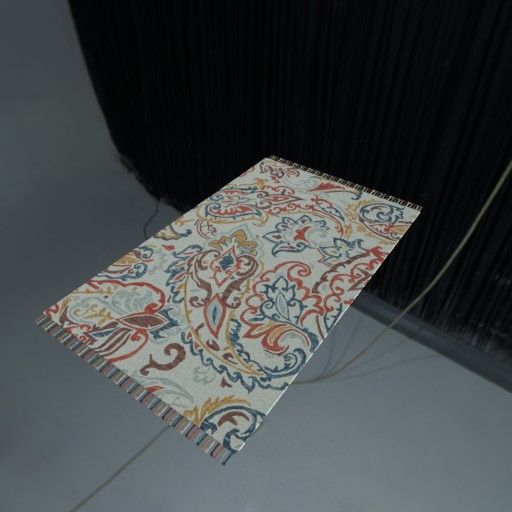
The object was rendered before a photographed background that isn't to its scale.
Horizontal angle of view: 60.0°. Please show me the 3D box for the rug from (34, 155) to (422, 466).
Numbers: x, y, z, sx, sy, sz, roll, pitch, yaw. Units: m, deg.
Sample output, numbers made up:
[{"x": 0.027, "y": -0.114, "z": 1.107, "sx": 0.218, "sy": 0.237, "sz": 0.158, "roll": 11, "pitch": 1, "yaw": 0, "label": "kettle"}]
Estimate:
[{"x": 0.000, "y": 0.000, "z": 3.177, "sx": 1.523, "sy": 0.010, "sz": 2.584, "roll": 25, "pitch": 47, "yaw": 26, "label": "rug"}]
